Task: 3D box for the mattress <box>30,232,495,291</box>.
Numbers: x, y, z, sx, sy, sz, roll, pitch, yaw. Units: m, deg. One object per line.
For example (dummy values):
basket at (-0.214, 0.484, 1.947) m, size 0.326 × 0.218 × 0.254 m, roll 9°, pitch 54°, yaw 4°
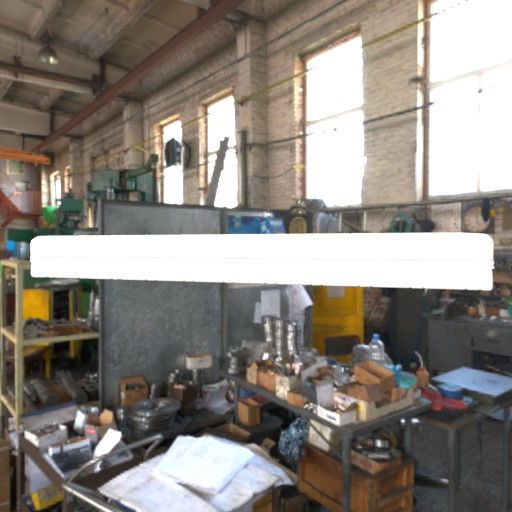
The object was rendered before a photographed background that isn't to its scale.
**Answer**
mattress at (0.000, 0.000, 2.235) m, size 2.000 × 0.200 × 0.900 m, roll 0°, pitch 2°, yaw 19°
